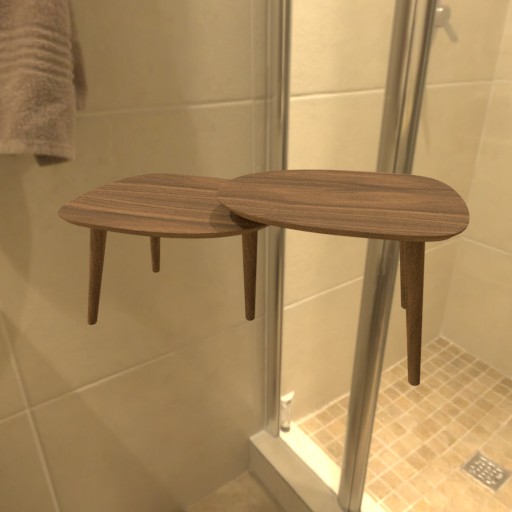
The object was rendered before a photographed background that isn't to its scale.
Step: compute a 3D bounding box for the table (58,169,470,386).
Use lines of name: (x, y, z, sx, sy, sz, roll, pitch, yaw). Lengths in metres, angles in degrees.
table: (0.000, 0.000, 1.326, 1.084, 0.429, 0.527, 7, 26, 15)
